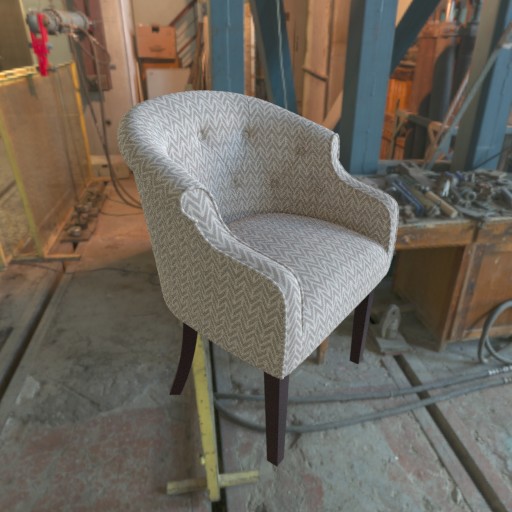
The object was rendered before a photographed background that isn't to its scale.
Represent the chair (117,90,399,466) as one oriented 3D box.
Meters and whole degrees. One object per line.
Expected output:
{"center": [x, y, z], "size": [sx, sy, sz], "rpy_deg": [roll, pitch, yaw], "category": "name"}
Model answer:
{"center": [0.000, 0.000, 1.281], "size": [0.613, 0.858, 0.686], "rpy_deg": [19, 33, 32], "category": "chair"}
